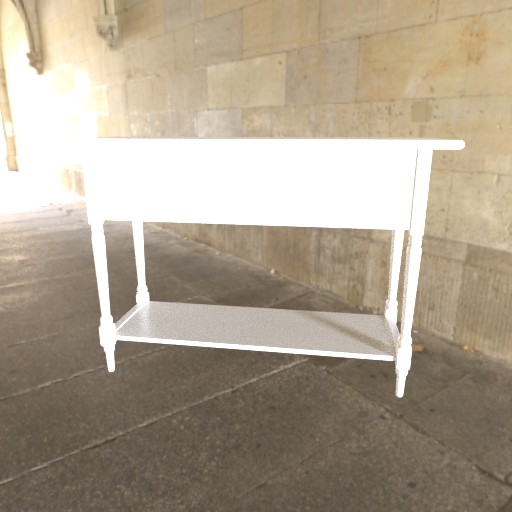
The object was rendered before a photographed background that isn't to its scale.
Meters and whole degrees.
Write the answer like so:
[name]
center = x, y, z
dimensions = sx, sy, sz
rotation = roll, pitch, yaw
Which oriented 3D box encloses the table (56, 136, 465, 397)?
[table]
center = 0.000, 0.000, 1.572
dimensions = 1.197, 0.808, 0.384
rotation = 3, 16, 9
